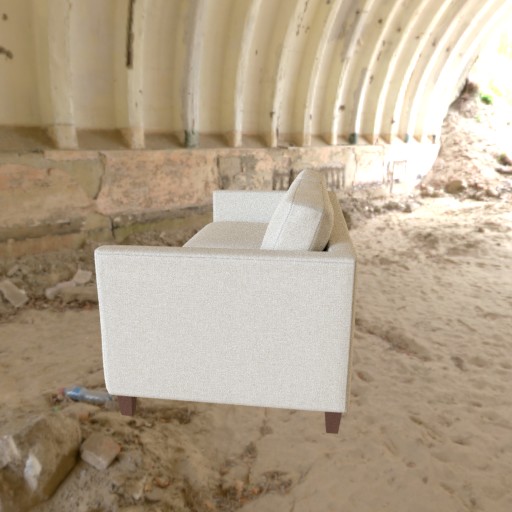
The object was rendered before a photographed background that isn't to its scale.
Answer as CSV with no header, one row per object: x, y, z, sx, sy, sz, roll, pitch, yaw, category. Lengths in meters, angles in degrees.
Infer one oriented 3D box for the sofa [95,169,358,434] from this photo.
0.000,0.000,2.515,0.965,0.889,1.981,2,15,7,sofa
